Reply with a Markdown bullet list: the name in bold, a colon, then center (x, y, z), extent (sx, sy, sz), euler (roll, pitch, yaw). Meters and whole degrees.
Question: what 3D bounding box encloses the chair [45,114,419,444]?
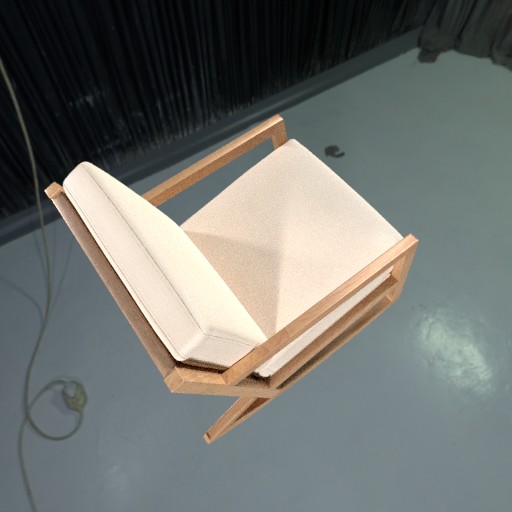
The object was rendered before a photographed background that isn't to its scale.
- **chair**: center (0.000, 0.000, 1.382), extent (0.857, 0.790, 0.622), euler (-32, 64, -18)
